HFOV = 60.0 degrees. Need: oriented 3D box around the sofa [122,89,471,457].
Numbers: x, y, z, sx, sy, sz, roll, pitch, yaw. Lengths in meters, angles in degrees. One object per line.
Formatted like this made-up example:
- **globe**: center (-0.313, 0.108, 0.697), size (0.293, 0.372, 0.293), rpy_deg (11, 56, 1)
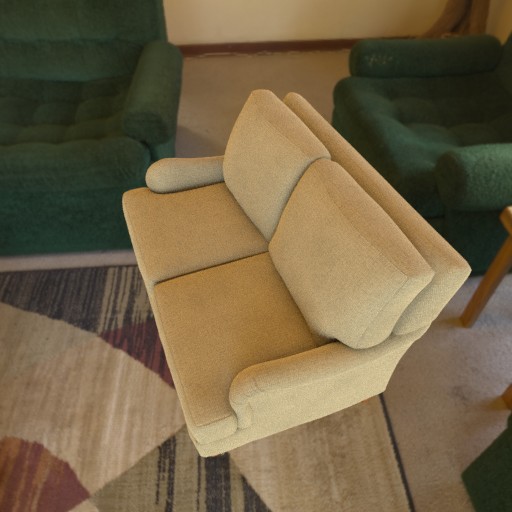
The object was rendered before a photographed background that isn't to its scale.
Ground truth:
- **sofa**: center (0.000, 0.000, 2.157), size (1.087, 0.999, 1.480), rpy_deg (-16, 49, -15)
